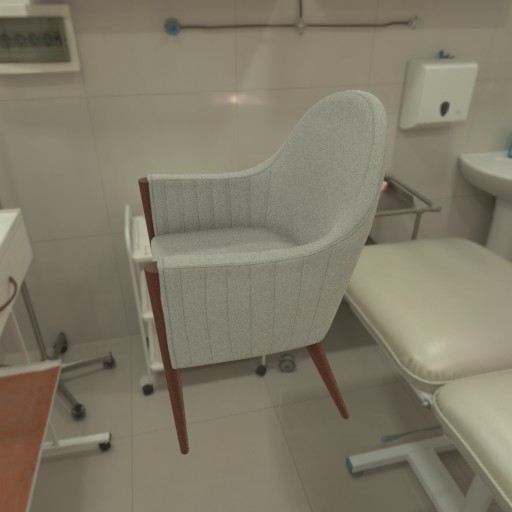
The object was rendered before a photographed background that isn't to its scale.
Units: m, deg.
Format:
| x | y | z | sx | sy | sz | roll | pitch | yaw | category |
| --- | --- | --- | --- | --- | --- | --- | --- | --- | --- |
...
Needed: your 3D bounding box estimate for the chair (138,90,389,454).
| x | y | z | sx | sy | sz | roll | pitch | yaw | category |
| --- | --- | --- | --- | --- | --- | --- | --- | --- | --- |
| 0.000 | 0.000 | 1.300 | 0.620 | 0.889 | 0.610 | -7 | 31 | -12 | chair |
